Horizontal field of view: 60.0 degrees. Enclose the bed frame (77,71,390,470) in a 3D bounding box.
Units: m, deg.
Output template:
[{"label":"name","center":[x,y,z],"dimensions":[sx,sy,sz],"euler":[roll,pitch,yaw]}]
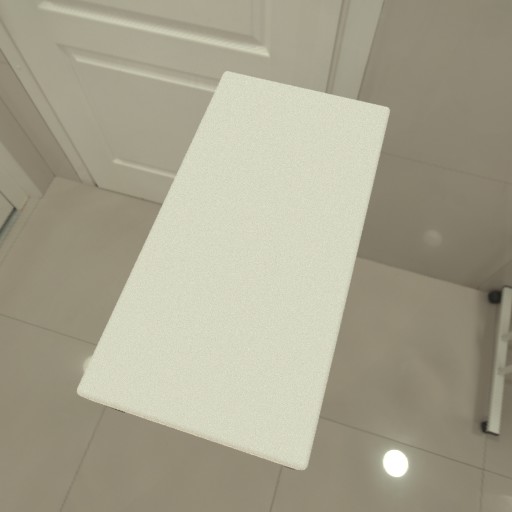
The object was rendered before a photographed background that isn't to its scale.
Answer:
[{"label":"bed frame","center":[0.000,0.000,2.474],"dimensions":[1.023,0.659,1.950],"euler":[15,66,7]}]
